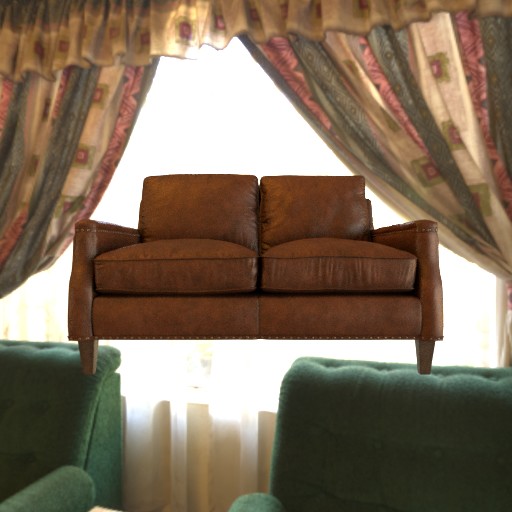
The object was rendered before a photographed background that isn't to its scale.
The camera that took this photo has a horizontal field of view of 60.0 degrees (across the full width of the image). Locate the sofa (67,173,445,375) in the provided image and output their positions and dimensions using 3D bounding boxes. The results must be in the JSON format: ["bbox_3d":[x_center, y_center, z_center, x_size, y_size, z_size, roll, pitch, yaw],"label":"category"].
[{"bbox_3d":[0.000,0.000,2.375,1.628,1.003,1.083,0,1,0],"label":"sofa"}]
